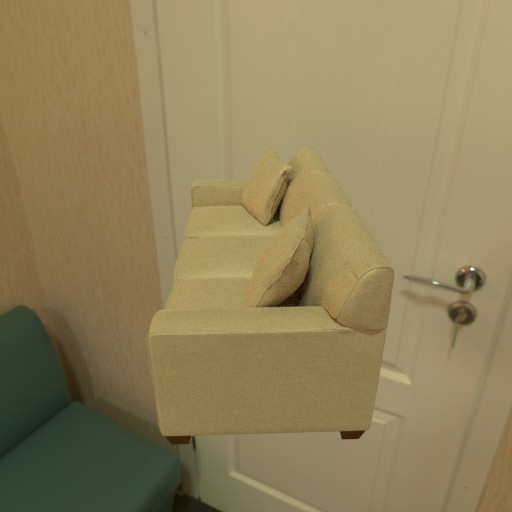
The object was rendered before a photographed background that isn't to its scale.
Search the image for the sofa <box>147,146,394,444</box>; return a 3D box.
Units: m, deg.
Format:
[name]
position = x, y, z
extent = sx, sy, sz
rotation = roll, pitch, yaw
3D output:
[sofa]
position = 0.000, 0.000, 2.693
extent = 0.997, 0.958, 2.024
rotation = -1, 27, -2
